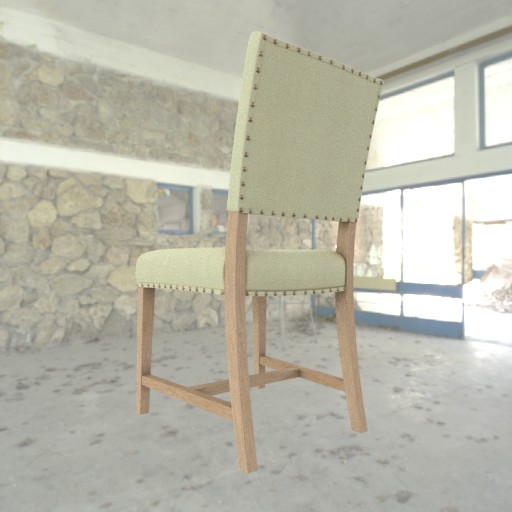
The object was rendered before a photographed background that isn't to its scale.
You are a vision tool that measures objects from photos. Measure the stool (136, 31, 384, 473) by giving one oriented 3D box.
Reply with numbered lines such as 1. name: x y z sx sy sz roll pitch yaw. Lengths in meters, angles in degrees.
1. stool: 0.000 0.000 1.321 0.508 0.986 0.623 1 -1 -37
